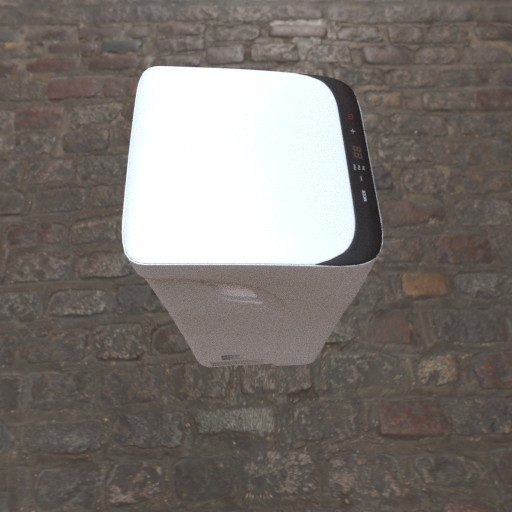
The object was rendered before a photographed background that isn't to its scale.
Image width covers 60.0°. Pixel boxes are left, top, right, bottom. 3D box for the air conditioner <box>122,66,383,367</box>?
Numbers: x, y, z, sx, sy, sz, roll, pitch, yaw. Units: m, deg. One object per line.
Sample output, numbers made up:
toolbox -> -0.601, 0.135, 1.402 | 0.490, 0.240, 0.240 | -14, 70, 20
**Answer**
air conditioner -> 0.000, 0.000, 0.943 | 0.369, 0.716, 0.352 | -2, 64, -1
